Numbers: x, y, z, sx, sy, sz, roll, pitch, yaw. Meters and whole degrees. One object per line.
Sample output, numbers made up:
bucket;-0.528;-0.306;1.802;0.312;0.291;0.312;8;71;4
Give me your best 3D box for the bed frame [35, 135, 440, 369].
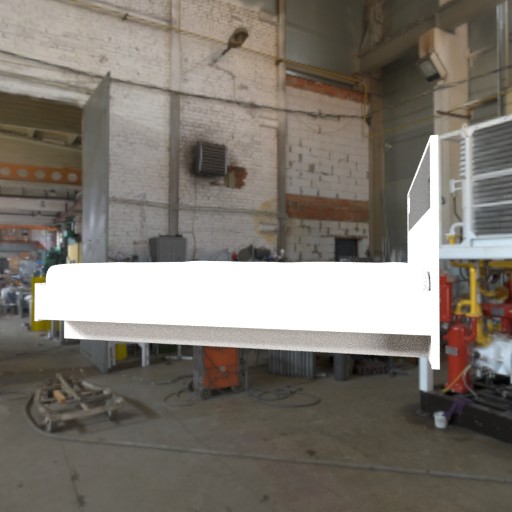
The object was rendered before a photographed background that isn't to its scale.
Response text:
bed frame;0.000;0.000;2.996;2.100;1.001;1.711;0;-1;16
